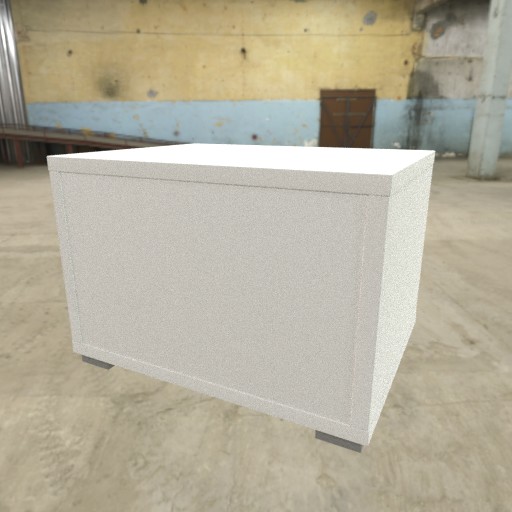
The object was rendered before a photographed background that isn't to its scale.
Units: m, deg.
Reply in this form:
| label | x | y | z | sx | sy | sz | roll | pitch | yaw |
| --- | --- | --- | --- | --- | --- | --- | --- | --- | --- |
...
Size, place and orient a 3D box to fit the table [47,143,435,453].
| label | x | y | z | sx | sy | sz | roll | pitch | yaw |
| --- | --- | --- | --- | --- | --- | --- | --- | --- | --- |
| table | 0.000 | 0.000 | 0.788 | 0.517 | 0.357 | 0.399 | 9 | 19 | 26 |
